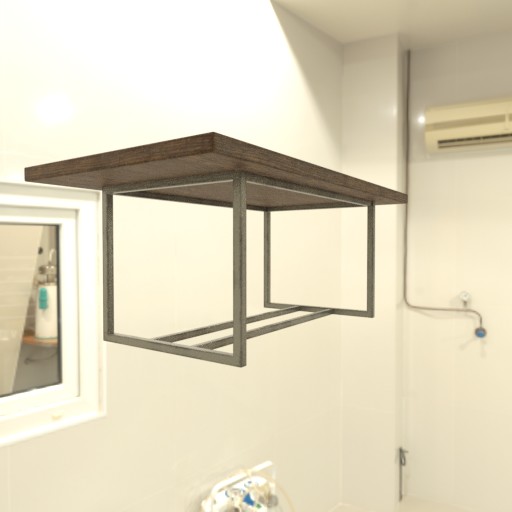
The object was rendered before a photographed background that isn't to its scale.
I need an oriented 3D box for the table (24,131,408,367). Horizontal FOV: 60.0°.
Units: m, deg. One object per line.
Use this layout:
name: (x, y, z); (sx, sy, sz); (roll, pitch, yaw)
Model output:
table: (0.000, 0.000, 2.446); (1.078, 0.795, 1.989); (1, 2, 35)
